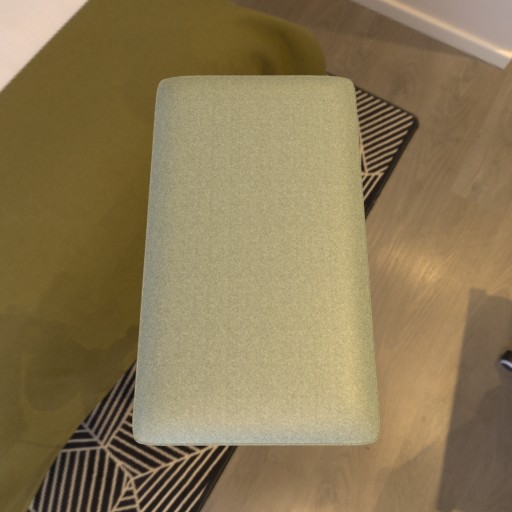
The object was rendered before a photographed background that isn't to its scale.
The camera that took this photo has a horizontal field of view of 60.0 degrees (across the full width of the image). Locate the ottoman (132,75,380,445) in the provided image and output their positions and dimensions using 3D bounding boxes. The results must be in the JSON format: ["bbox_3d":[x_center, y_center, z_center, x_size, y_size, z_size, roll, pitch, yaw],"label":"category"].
[{"bbox_3d":[0.000,0.000,1.535,0.681,0.494,1.173,0,74,0],"label":"ottoman"}]
